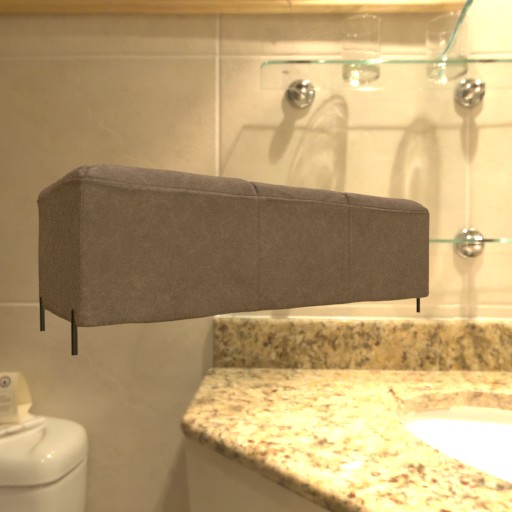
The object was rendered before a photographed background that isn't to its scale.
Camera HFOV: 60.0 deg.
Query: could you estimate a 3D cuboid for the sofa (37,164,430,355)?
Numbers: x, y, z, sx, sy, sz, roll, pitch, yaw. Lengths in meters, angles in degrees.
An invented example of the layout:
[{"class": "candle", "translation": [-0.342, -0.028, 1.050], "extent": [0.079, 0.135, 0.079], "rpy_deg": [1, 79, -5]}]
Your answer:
[{"class": "sofa", "translation": [0.000, 0.000, 2.613], "extent": [2.238, 0.758, 0.899], "rpy_deg": [0, 0, -36]}]
